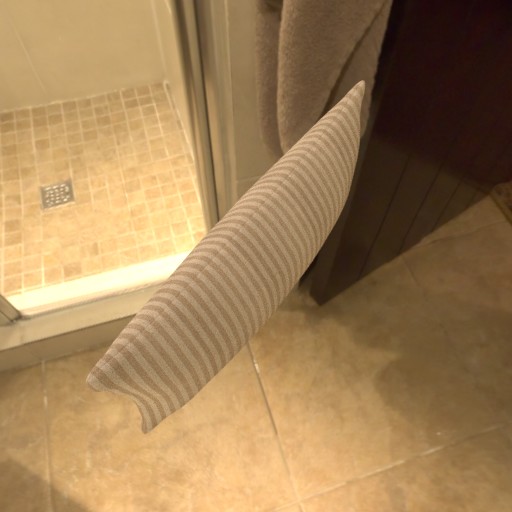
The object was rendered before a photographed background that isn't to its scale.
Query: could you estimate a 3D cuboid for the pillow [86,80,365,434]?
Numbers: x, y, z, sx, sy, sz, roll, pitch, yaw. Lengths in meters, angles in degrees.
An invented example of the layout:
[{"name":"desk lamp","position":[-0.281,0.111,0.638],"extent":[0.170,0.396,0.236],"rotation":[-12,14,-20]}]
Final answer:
[{"name":"pillow","position":[0.000,0.000,0.723],"extent":[0.151,0.295,0.617],"rotation":[31,63,18]}]
